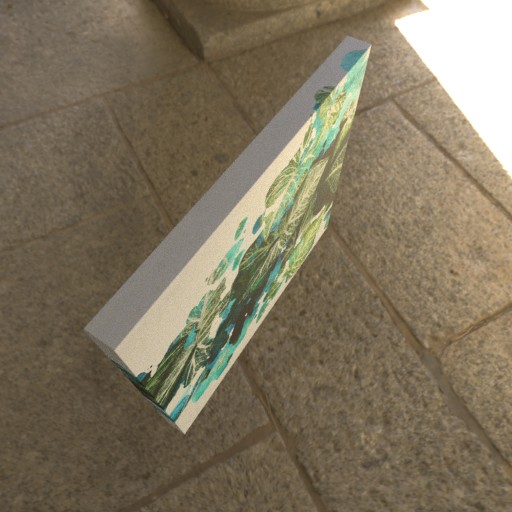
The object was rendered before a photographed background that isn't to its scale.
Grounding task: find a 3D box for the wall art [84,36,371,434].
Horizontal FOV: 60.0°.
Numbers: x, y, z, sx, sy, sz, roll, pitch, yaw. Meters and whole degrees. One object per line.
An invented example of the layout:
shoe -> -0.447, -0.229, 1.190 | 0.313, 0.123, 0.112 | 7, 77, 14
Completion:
wall art -> 0.000, 0.000, 0.680 | 0.041, 0.435, 0.507 | 29, 64, 16
